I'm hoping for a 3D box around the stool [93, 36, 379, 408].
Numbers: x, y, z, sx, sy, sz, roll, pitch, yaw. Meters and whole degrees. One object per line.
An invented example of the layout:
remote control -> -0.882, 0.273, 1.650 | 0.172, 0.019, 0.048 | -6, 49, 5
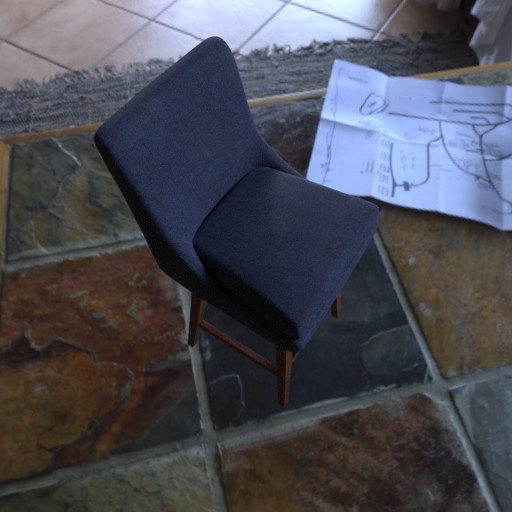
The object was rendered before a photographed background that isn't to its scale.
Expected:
stool -> 0.000, 0.000, 1.382 | 0.572, 1.068, 0.489 | 29, 62, 17
